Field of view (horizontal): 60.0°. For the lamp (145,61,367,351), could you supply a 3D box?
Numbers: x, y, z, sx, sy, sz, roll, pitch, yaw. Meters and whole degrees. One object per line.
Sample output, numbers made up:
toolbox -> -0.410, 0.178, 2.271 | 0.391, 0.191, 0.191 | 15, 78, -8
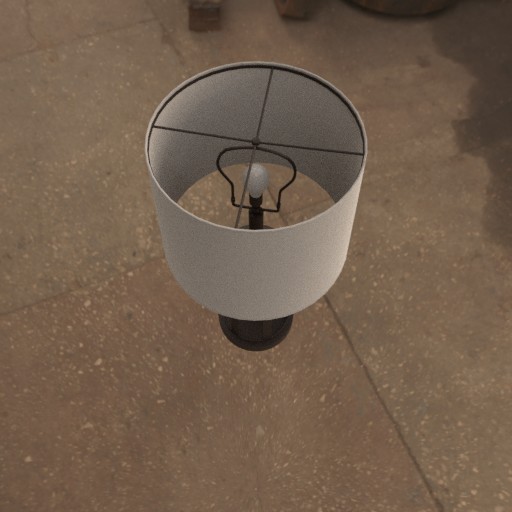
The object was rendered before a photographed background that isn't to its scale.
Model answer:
lamp -> 0.000, 0.000, 0.665 | 0.251, 0.509, 0.251 | 0, 62, 0
